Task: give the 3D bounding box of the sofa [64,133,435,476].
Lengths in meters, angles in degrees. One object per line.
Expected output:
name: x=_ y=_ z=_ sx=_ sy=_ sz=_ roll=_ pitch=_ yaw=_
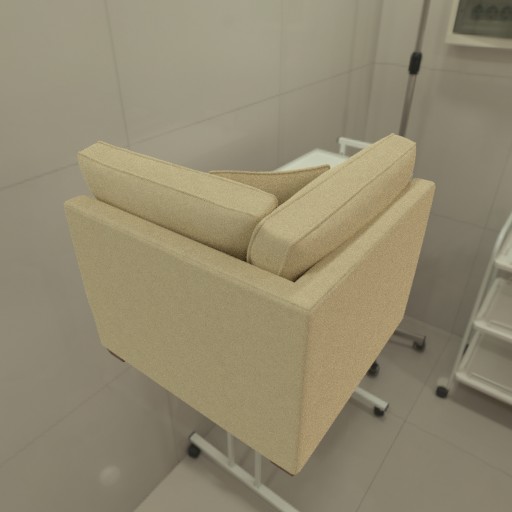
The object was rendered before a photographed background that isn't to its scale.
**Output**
sofa: x=0.000 y=0.000 z=1.970 sx=1.146 sy=1.002 sz=1.084 roll=22 pitch=39 yaw=30
